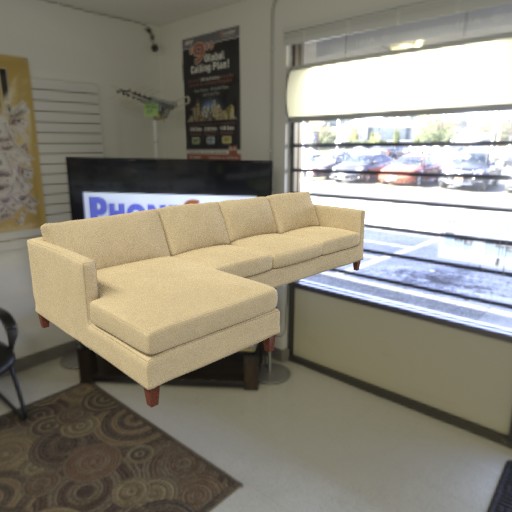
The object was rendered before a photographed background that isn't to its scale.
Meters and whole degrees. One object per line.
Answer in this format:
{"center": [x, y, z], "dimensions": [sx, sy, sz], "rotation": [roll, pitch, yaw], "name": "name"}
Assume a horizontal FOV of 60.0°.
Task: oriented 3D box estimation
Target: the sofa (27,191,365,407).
{"center": [0.000, 0.000, 3.855], "dimensions": [1.625, 0.846, 3.186], "rotation": [13, 19, 43], "name": "sofa"}
